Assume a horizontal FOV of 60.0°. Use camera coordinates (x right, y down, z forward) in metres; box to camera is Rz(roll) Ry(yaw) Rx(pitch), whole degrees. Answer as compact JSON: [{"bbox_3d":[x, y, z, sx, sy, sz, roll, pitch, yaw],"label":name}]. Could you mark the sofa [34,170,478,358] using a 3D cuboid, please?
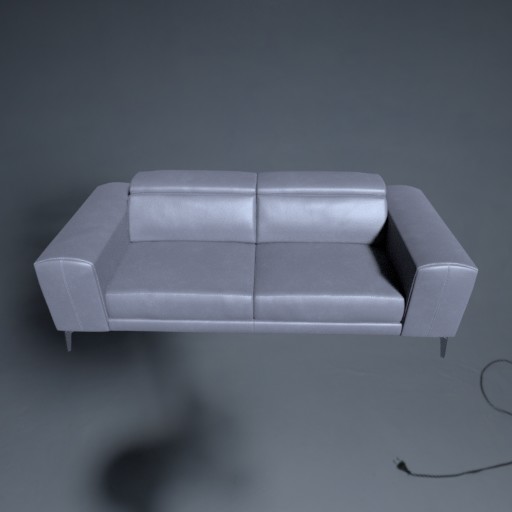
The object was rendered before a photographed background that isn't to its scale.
[{"bbox_3d":[0.000,0.000,2.839,2.330,0.814,1.048,1,32,1],"label":"sofa"}]
